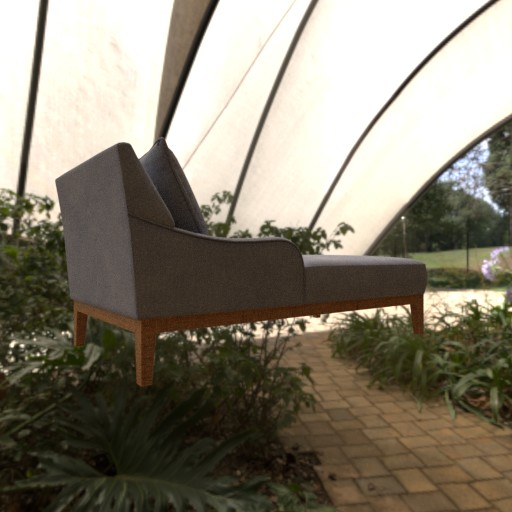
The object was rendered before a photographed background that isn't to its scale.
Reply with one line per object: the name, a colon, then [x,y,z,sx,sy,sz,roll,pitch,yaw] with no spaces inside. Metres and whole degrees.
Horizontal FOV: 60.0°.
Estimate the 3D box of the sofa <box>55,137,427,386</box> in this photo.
sofa: [0.000,0.000,2.327,1.779,0.883,0.904,0,0,-37]
